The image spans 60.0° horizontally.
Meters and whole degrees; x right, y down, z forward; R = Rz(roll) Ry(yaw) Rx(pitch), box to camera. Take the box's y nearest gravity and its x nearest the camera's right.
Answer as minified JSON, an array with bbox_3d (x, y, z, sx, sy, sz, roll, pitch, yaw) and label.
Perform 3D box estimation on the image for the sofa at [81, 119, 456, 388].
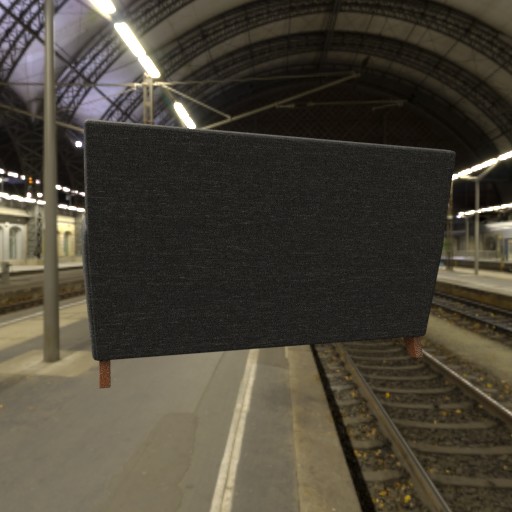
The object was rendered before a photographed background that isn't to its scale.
[{"bbox_3d":[0.000,0.000,1.921,1.420,0.846,0.875,0,1,-19],"label":"sofa"}]
